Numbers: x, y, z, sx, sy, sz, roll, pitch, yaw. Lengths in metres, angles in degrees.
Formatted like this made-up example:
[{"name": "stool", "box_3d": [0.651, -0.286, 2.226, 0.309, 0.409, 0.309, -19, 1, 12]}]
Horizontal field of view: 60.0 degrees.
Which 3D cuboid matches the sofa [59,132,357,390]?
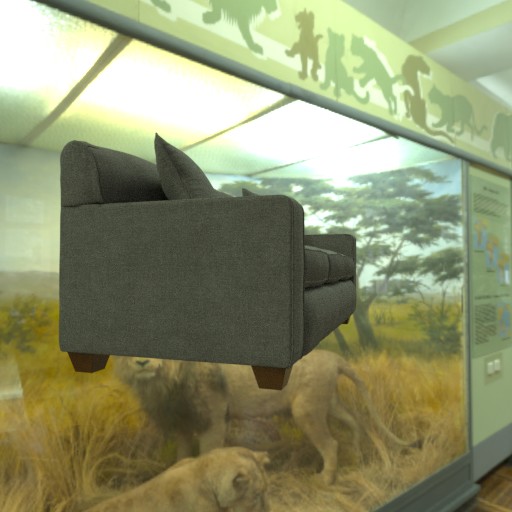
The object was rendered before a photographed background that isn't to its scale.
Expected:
[{"name": "sofa", "box_3d": [0.000, 0.000, 2.541, 0.997, 0.958, 2.024, 0, -2, 18]}]
